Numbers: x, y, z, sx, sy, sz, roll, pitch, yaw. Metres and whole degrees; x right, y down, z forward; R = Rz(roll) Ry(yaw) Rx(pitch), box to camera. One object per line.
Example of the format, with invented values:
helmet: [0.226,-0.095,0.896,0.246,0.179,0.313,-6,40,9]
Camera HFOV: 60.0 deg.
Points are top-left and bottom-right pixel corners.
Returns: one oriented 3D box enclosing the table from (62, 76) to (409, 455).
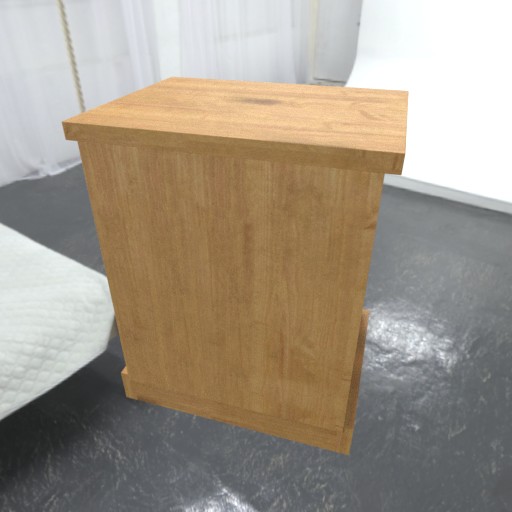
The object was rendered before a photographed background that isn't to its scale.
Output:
table: [0.000,0.000,1.221,0.660,0.813,0.500,9,33,14]
